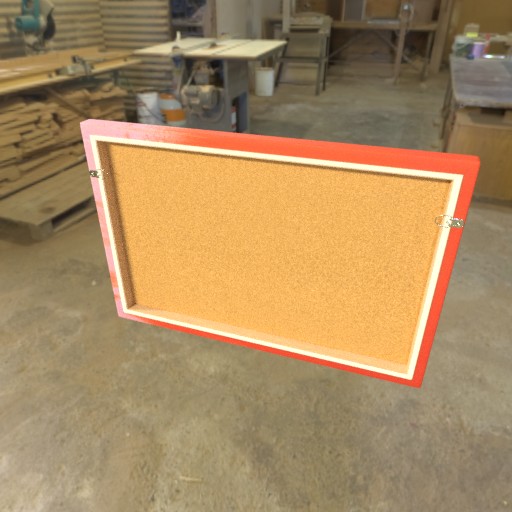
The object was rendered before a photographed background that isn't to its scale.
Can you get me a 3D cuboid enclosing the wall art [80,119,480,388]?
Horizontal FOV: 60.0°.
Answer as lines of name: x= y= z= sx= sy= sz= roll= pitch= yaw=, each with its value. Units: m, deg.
wall art: x=0.000 y=0.000 z=1.134 sx=0.913 sy=0.609 sz=0.040 roll=10 pitch=32 yaw=16
